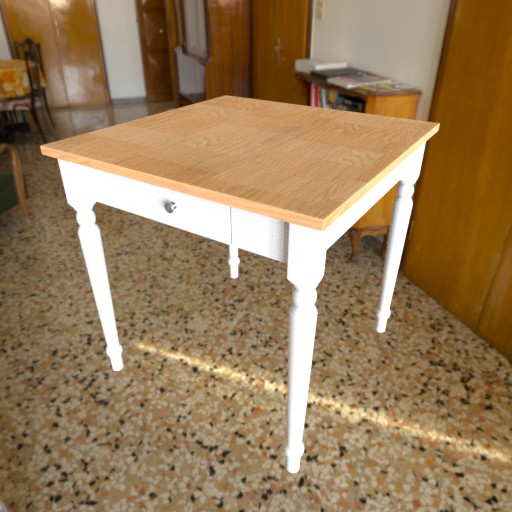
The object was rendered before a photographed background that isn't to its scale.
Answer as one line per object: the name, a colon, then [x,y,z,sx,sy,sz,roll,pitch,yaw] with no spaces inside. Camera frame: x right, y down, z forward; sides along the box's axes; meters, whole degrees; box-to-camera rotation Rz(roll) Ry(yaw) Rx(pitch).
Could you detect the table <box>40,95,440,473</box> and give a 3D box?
table: [0.000,0.000,1.339,0.747,0.738,0.747,18,35,28]
